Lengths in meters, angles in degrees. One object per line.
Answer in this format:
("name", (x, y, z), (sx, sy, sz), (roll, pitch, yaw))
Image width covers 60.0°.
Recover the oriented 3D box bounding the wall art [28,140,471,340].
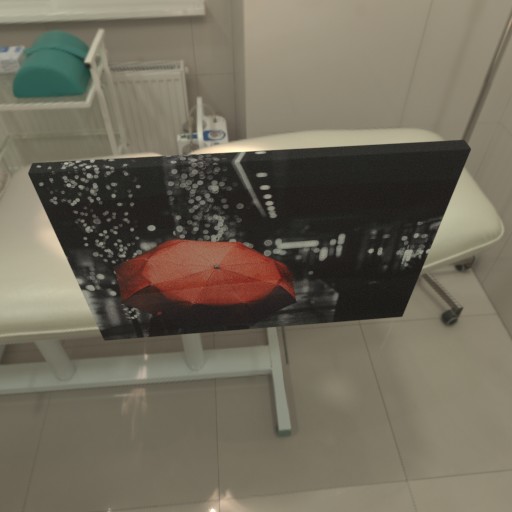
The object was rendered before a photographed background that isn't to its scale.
("wall art", (0.000, 0.000, 1.143), (0.914, 0.609, 0.038), (-4, 47, -4))
